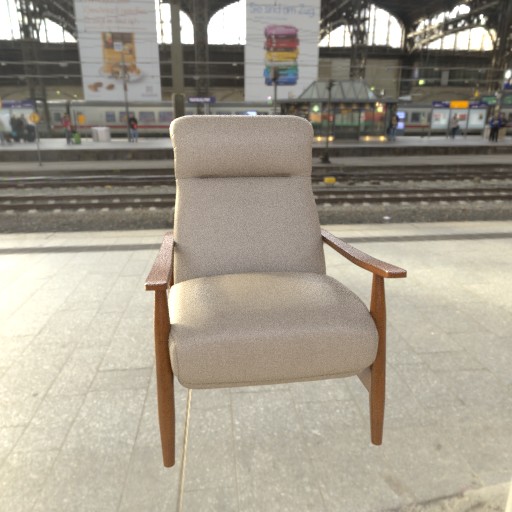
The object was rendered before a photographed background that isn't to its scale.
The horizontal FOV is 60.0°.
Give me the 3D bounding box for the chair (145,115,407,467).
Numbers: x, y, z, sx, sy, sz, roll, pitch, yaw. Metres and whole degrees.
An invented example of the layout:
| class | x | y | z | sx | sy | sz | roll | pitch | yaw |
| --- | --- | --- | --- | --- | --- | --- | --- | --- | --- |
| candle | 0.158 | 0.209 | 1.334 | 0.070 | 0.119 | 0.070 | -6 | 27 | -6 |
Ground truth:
| class | x | y | z | sx | sy | sz | roll | pitch | yaw |
| --- | --- | --- | --- | --- | --- | --- | --- | --- | --- |
| chair | 0.000 | 0.000 | 1.765 | 0.762 | 1.082 | 1.032 | -2 | 17 | -8 |
